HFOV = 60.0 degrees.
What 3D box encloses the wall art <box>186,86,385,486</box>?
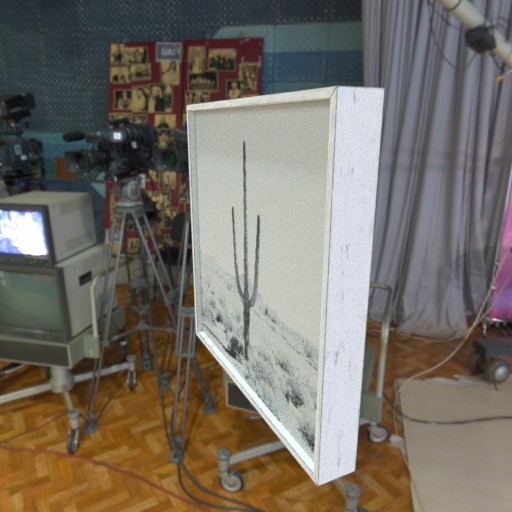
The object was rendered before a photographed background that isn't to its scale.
[{"bbox_3d":[0.000,0.000,0.456,0.038,0.305,0.305,-8,18,-25],"label":"wall art"}]
